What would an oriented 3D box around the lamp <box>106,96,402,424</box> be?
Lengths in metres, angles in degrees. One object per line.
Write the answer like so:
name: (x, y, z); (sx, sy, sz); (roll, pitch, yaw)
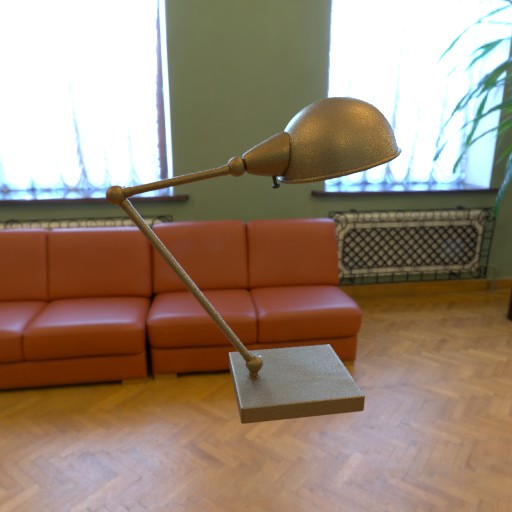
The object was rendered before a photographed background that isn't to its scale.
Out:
lamp: (0.000, 0.000, 0.543); (0.339, 0.371, 0.149); (-3, 17, -9)
